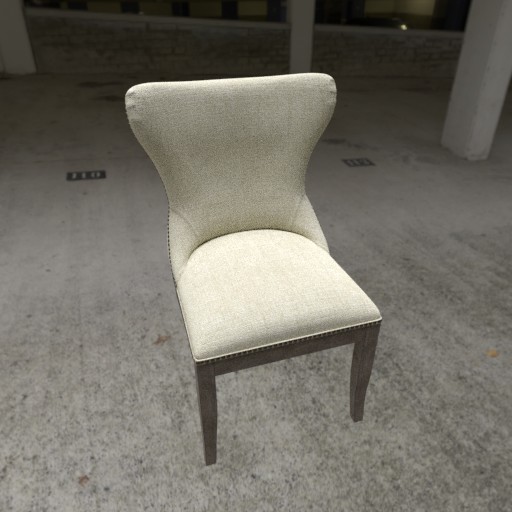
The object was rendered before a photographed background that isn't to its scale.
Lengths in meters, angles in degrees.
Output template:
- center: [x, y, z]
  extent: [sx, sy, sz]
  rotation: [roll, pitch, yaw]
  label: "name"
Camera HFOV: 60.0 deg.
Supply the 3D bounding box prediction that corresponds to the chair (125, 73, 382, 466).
- center: [0.000, 0.000, 1.418]
  extent: [0.654, 1.002, 0.681]
  rotation: [-10, 33, -15]
  label: "chair"
